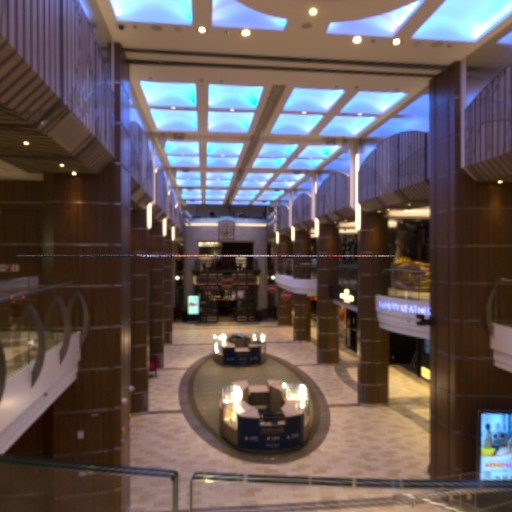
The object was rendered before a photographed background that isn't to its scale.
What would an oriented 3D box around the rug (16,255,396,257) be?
[{"bbox_3d":[0.000,0.000,2.611,0.832,0.008,2.362,0,0,37],"label":"rug"}]
